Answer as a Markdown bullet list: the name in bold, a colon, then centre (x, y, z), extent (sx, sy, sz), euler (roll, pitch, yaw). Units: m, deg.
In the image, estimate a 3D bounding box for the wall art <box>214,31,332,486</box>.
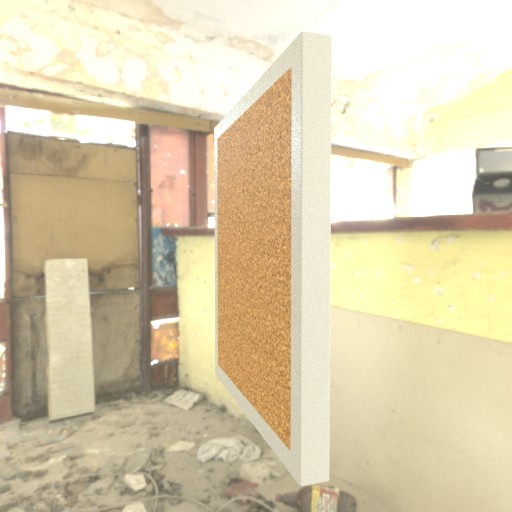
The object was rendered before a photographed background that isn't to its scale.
- **wall art**: centre (0.000, 0.000, 0.530), extent (0.028, 0.381, 0.331), euler (-1, 2, -18)
